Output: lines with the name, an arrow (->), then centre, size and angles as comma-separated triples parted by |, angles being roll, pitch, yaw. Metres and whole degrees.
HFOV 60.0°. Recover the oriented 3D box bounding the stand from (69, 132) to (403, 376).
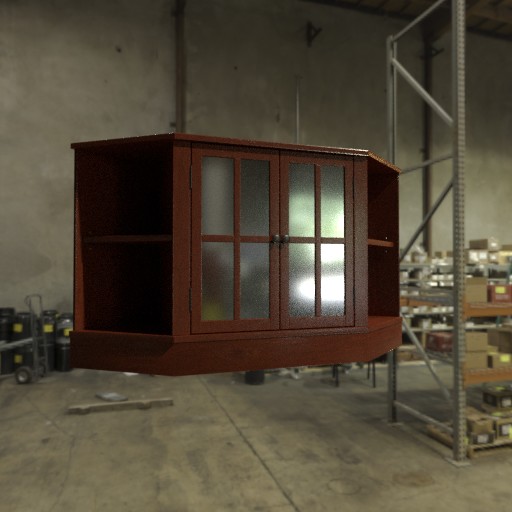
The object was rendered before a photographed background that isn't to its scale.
stand -> 0.000, 0.000, 1.378 | 1.072, 0.614, 0.381 | 0, -1, -18
